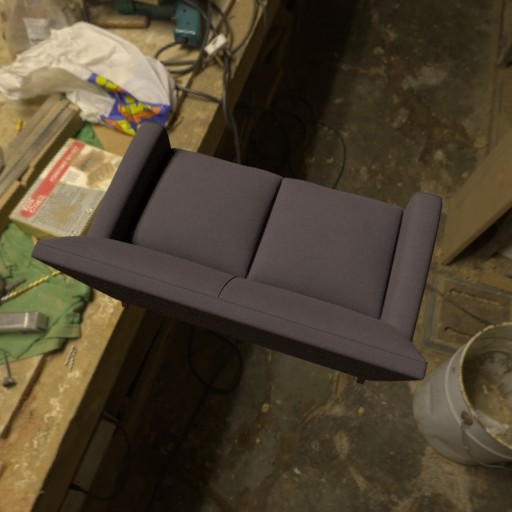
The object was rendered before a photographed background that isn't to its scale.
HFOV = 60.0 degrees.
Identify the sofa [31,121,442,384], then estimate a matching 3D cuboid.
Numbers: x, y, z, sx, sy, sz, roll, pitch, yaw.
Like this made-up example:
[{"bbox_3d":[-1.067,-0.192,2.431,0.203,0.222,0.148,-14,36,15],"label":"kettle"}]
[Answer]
[{"bbox_3d":[0.000,0.000,1.971,1.420,0.846,0.871,16,64,8],"label":"sofa"}]
